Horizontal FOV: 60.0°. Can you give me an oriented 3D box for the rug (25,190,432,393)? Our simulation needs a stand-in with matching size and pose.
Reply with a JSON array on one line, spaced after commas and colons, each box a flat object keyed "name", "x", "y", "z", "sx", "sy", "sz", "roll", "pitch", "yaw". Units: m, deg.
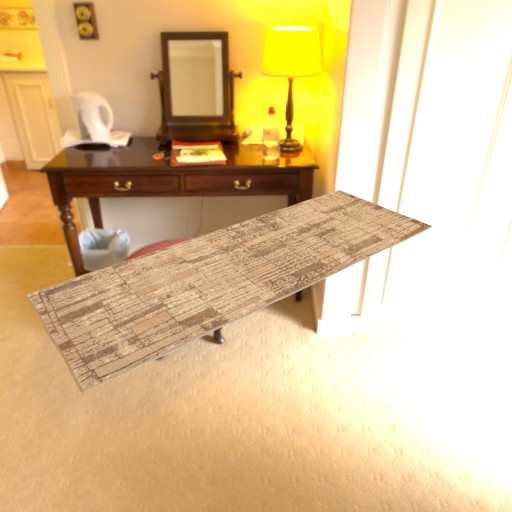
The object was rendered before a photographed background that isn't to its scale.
[{"name": "rug", "x": 0.000, "y": 0.000, "z": 2.644, "sx": 2.383, "sy": 0.018, "sz": 0.857, "roll": -21, "pitch": 36, "yaw": -32}]
